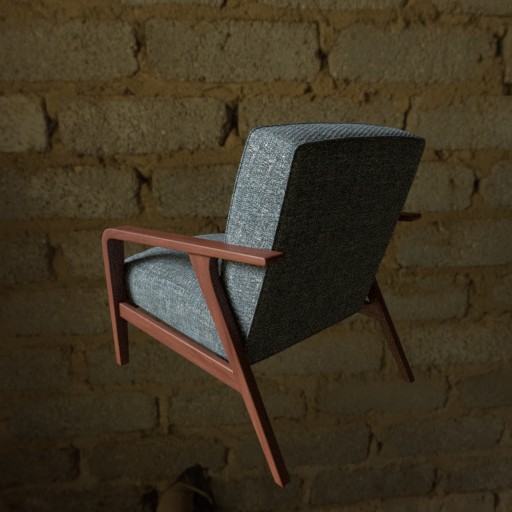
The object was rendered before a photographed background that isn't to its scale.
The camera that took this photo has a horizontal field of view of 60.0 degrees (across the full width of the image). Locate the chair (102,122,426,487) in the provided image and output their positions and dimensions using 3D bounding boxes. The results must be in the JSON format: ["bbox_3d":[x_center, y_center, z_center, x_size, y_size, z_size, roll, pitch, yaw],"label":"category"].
[{"bbox_3d":[0.000,0.000,1.499,0.719,0.864,0.889,-15,22,-42],"label":"chair"}]
